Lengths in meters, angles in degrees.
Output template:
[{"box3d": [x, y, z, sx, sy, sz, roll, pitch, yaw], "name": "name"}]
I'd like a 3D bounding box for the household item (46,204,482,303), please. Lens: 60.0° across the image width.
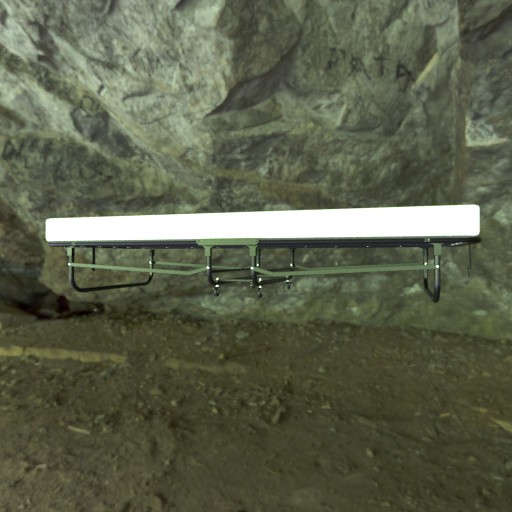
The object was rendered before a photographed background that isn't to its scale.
[{"box3d": [0.000, 0.000, 2.160, 1.905, 0.356, 0.787, 0, 0, 18], "name": "household item"}]
